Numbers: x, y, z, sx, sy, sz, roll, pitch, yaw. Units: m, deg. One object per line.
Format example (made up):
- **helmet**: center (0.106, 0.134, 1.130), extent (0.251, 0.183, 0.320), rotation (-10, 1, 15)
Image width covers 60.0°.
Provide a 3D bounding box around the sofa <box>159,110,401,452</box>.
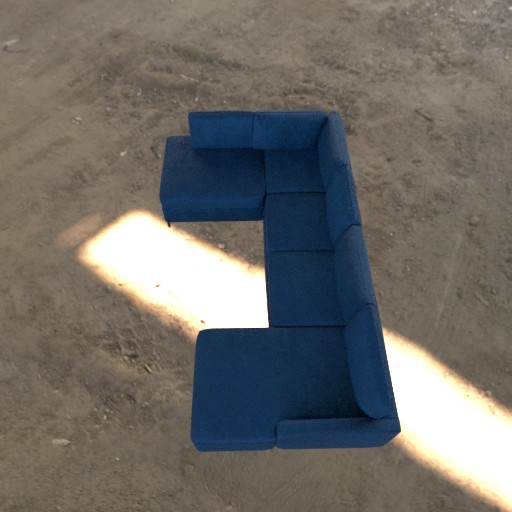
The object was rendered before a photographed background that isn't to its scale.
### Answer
- **sofa**: center (0.000, 0.000, 4.329), extent (2.055, 0.992, 3.434), rotation (-1, 56, -1)
